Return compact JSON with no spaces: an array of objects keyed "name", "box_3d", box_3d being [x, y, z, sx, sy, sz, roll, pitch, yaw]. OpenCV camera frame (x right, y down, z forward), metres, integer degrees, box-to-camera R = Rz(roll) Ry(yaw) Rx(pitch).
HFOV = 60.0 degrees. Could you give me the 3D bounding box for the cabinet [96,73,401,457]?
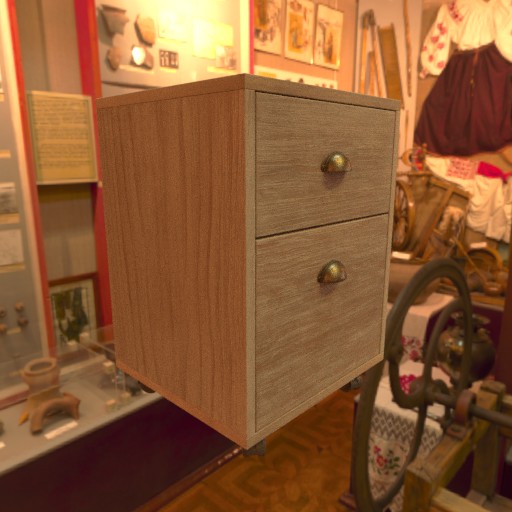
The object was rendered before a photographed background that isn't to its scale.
[{"name":"cabinet","box_3d":[0.000,0.000,0.863,0.401,0.579,0.409,12,18,42]}]
